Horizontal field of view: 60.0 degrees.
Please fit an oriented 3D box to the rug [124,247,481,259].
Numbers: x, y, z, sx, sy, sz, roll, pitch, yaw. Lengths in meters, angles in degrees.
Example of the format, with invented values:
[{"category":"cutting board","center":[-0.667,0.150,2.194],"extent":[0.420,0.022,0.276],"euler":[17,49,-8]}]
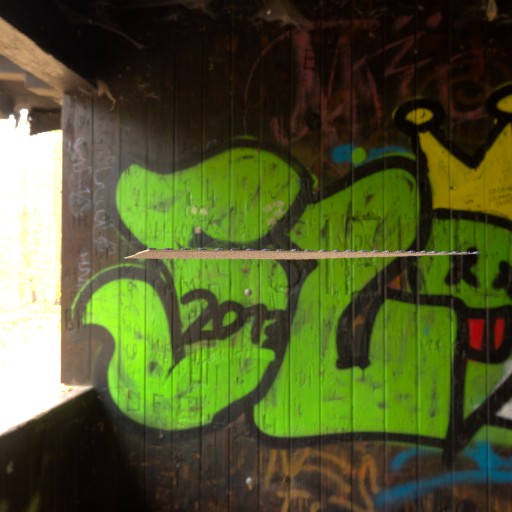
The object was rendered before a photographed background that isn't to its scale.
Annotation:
[{"category":"rug","center":[0.000,0.000,4.542],"extent":[2.471,0.016,3.416],"euler":[0,-1,-19]}]
